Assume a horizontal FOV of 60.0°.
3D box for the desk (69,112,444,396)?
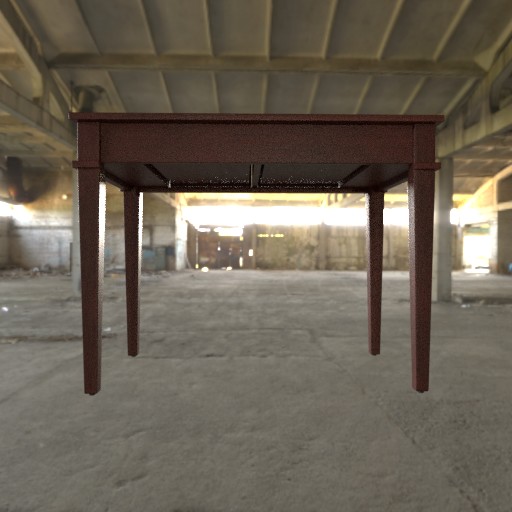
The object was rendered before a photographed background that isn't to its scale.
[{"bbox_3d":[0.000,0.000,1.455,1.001,0.762,0.549,0,0,-1],"label":"desk"}]
